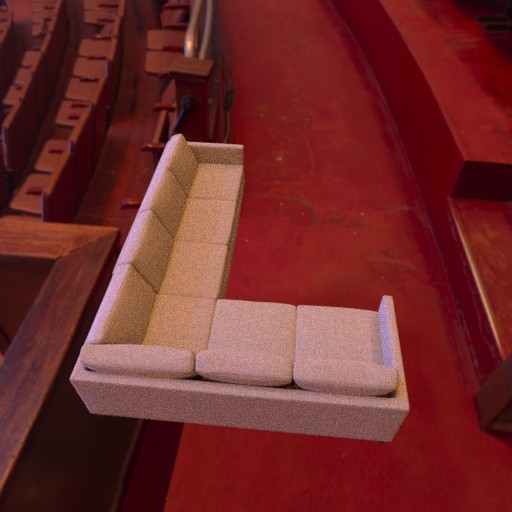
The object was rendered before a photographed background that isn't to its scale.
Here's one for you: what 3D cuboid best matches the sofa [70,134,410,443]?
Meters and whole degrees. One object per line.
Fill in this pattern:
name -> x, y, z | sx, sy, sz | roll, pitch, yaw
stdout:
sofa -> 0.000, 0.000, 4.364 | 2.432, 0.863, 3.182 | 4, 47, 4
